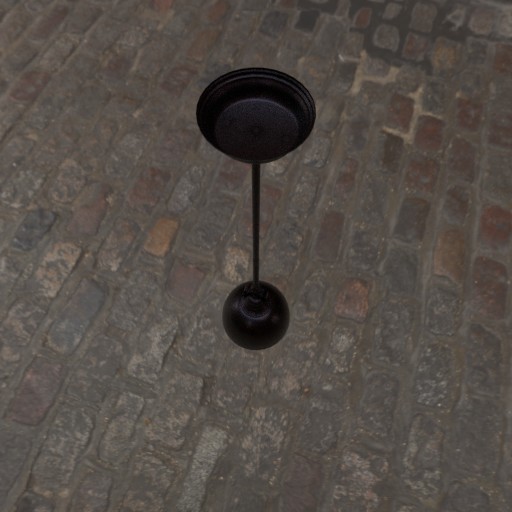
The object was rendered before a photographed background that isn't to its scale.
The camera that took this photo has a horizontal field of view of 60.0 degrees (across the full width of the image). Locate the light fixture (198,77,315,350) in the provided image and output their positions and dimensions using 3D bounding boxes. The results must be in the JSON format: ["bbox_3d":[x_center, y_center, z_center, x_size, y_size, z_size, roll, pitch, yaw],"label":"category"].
[{"bbox_3d":[0.000,0.000,0.849,0.182,0.768,0.182,17,66,8],"label":"light fixture"}]
